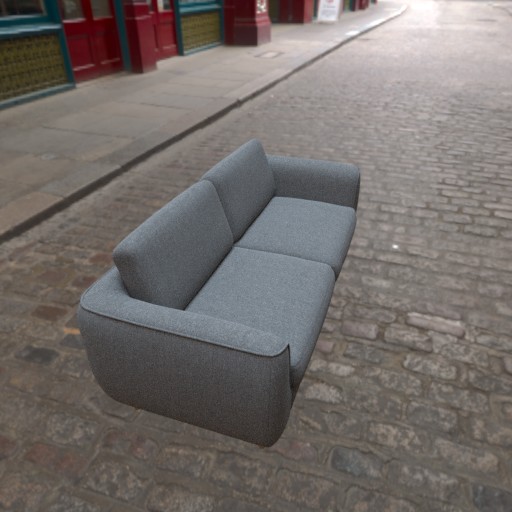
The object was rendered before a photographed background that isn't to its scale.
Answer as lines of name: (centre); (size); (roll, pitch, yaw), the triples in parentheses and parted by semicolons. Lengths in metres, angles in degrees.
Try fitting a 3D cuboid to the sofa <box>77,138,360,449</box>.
sofa: (0.000, 0.000, 2.451); (0.920, 0.870, 2.000); (10, 33, 16)
